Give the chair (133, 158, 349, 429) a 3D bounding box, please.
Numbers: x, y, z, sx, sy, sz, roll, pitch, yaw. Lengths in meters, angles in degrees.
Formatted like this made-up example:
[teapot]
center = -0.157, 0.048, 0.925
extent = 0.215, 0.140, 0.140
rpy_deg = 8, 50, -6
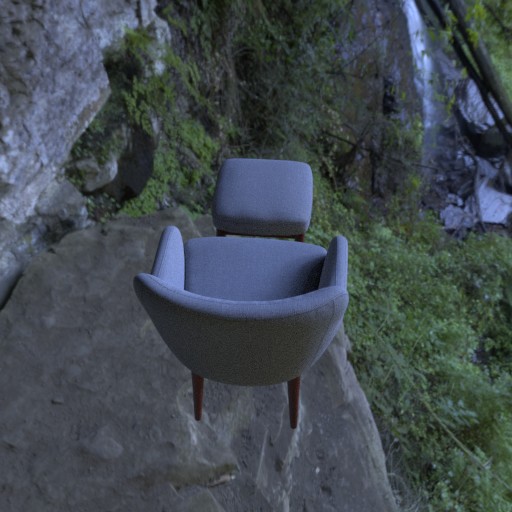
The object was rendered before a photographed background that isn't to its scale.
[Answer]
[chair]
center = 0.000, 0.000, 1.556
extent = 0.584, 0.799, 1.107
rpy_deg = 4, 47, 3
